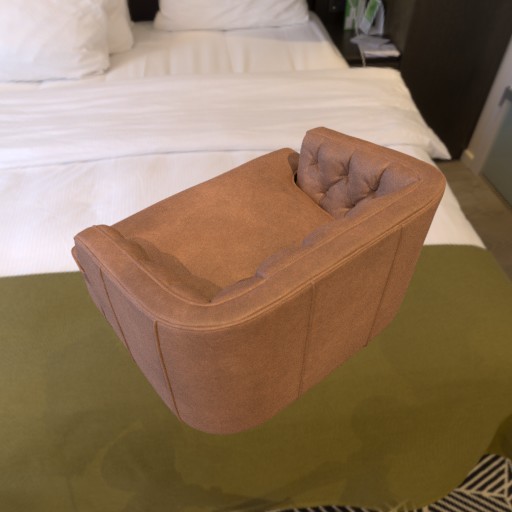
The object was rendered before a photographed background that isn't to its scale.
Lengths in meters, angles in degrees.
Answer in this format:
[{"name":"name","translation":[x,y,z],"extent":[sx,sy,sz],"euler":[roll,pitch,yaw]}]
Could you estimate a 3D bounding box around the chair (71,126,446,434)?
[{"name":"chair","translation":[0.000,0.000,1.685],"extent":[1.118,0.787,0.914],"euler":[-30,53,-26]}]
